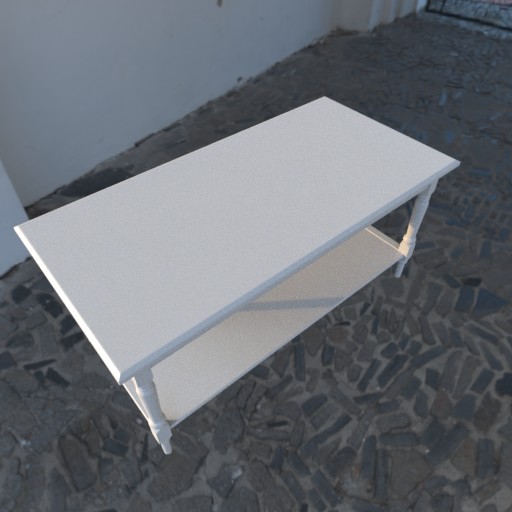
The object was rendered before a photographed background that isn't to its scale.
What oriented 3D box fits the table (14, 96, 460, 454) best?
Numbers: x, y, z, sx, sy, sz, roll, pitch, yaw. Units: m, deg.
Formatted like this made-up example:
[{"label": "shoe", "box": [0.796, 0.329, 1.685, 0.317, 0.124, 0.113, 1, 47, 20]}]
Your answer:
[{"label": "table", "box": [0.000, 0.000, 1.377, 1.109, 0.506, 0.551, -31, 53, -27]}]
